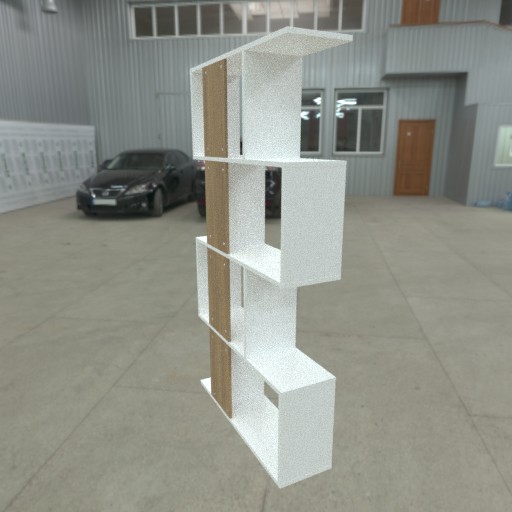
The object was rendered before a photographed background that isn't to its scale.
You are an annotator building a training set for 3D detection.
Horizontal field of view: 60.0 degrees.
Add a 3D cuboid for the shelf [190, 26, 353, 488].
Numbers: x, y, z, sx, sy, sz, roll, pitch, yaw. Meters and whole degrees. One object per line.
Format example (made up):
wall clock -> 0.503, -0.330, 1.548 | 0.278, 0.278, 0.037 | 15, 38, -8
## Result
shelf -> 0.000, 0.000, 1.969 | 0.250, 1.650, 0.890 | -7, 16, -26
